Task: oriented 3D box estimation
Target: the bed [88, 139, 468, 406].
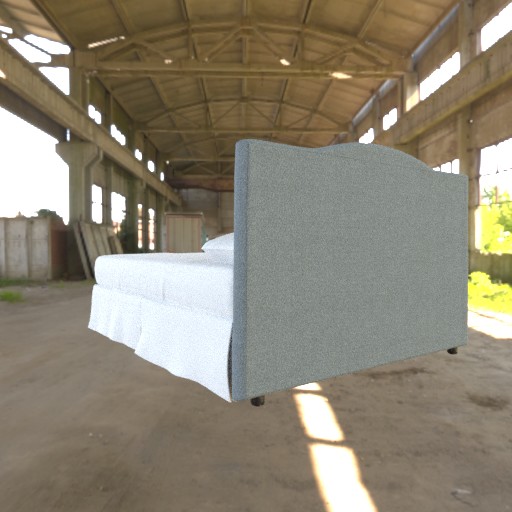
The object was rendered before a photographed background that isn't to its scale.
[{"bbox_3d":[0.000,0.000,3.857,2.161,1.457,2.689,-1,2,-36],"label":"bed"}]
